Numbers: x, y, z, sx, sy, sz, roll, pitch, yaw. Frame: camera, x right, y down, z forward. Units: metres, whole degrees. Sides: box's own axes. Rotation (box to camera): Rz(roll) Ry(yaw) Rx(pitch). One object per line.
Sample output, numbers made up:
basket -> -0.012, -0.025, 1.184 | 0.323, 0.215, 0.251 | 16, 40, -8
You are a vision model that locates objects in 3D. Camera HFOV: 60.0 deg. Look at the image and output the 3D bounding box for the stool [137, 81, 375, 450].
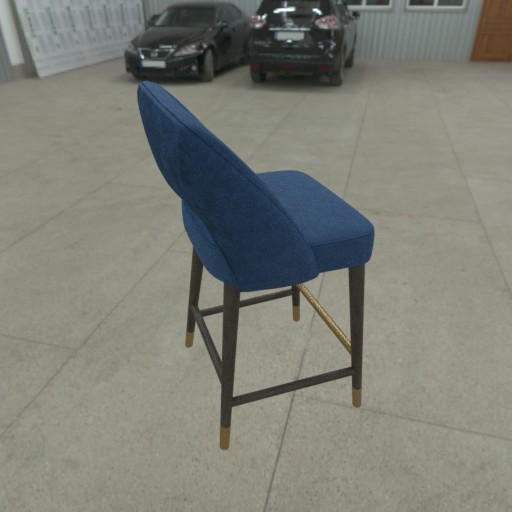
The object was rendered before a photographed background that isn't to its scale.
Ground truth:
stool -> 0.000, 0.000, 1.232 | 0.524, 0.925, 0.536 | -11, 32, -17
